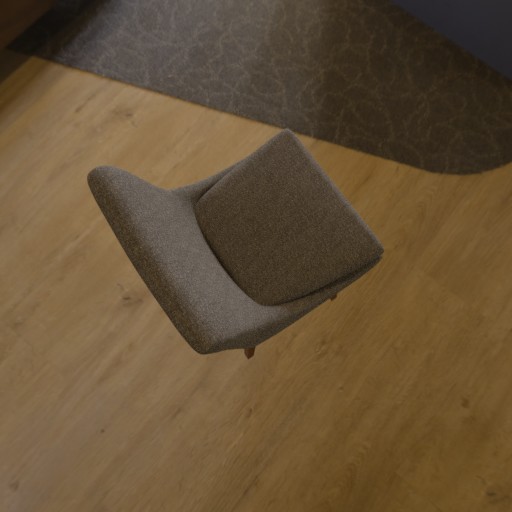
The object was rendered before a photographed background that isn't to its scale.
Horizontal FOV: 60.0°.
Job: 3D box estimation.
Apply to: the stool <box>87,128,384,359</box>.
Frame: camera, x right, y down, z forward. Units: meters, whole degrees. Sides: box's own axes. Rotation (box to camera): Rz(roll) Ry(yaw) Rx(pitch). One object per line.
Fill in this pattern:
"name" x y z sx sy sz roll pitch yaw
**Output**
"stool" 0.000 0.000 1.387 0.572 1.068 0.489 -33 77 -9
